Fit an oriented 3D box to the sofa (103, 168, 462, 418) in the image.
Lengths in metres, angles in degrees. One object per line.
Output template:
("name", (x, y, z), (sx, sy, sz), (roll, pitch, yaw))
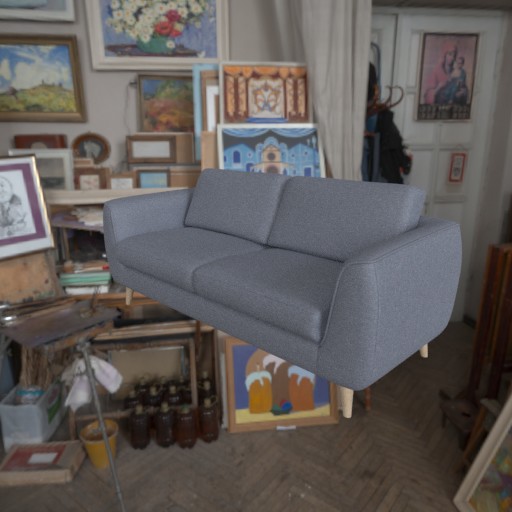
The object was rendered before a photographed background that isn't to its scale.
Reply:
("sofa", (0.000, 0.000, 2.544), (2.000, 0.870, 0.920), (15, 21, 43))
